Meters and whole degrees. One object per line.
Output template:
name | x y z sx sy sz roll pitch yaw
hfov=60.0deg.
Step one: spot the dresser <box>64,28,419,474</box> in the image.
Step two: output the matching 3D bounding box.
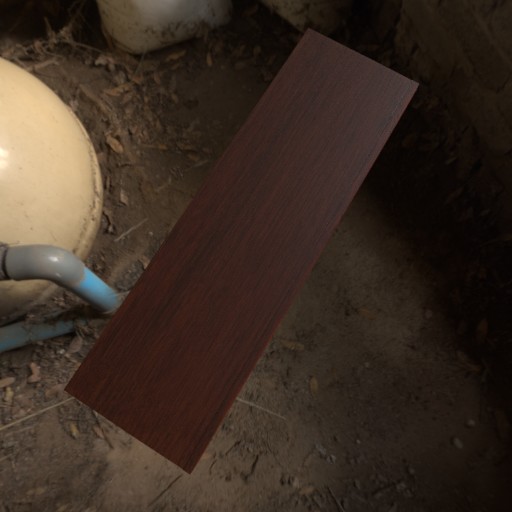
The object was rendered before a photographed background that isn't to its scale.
dresser | 0.000 0.000 2.038 0.499 0.971 1.609 30 78 7
